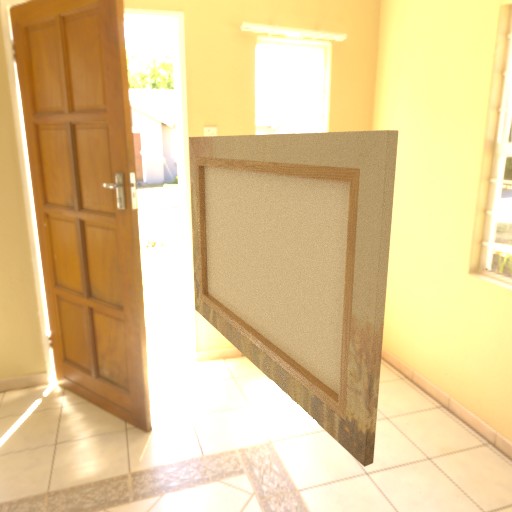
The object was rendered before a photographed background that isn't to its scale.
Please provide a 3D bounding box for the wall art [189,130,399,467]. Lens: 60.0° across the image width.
[{"bbox_3d":[0.000,0.000,1.919,0.038,1.012,1.525,-7,16,-27],"label":"wall art"}]
